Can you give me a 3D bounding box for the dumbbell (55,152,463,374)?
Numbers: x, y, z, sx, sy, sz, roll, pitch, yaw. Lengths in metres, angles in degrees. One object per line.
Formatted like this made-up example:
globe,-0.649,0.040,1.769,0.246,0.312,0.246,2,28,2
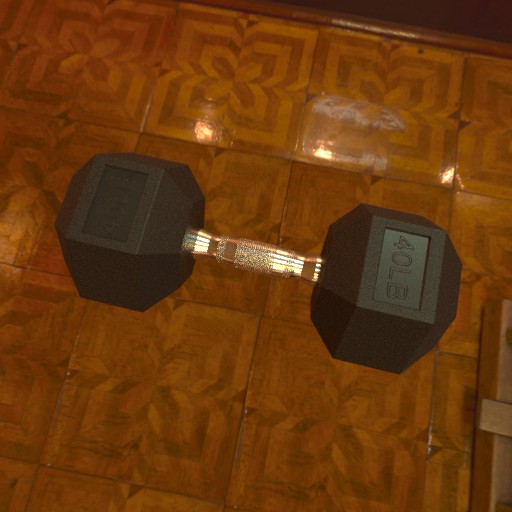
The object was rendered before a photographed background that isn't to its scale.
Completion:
dumbbell,0.000,0.000,0.433,0.361,0.137,0.157,13,75,3
